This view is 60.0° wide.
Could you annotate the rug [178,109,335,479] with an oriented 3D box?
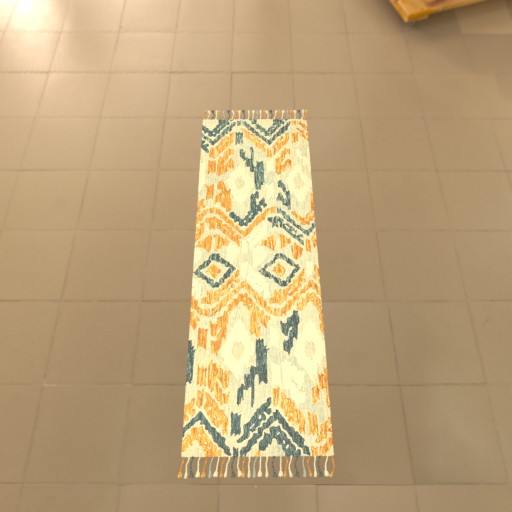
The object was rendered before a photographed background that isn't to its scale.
[{"bbox_3d":[0.000,0.000,2.718,0.783,0.010,2.437,0,63,0],"label":"rug"}]
